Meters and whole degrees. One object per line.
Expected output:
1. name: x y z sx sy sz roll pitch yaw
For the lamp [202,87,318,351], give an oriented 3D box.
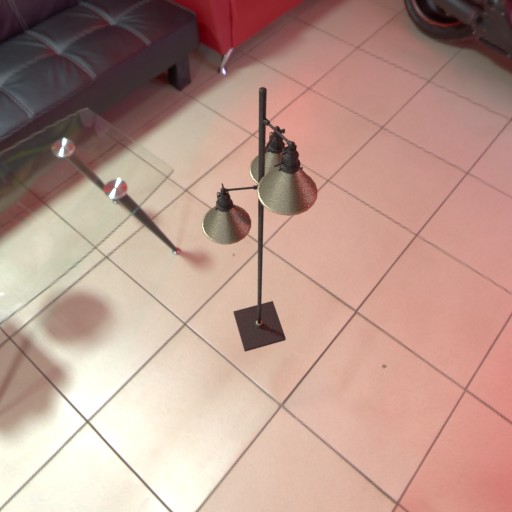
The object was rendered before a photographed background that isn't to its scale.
1. lamp: 0.000 0.000 1.948 0.415 1.716 0.428 -14 60 -9
